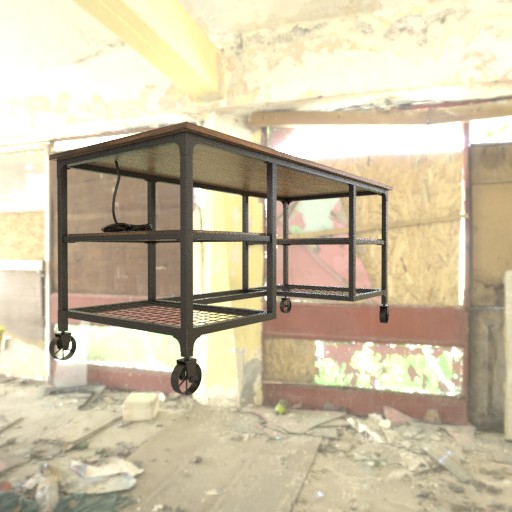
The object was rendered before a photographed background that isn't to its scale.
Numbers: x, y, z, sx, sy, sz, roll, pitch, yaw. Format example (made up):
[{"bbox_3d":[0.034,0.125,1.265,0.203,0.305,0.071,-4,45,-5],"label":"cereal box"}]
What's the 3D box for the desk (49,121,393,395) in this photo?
[{"bbox_3d":[0.000,0.000,2.030,0.711,0.751,1.590,1,1,37],"label":"desk"}]
